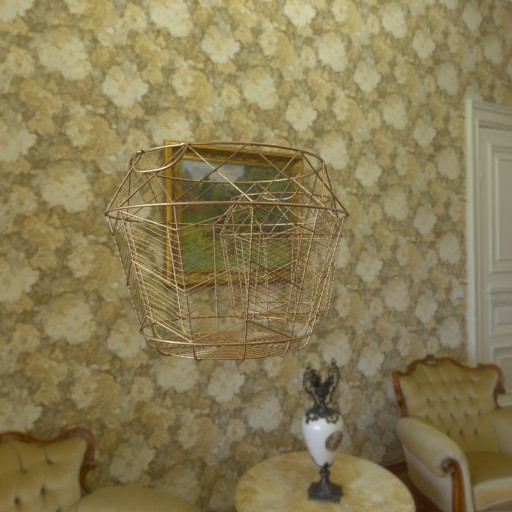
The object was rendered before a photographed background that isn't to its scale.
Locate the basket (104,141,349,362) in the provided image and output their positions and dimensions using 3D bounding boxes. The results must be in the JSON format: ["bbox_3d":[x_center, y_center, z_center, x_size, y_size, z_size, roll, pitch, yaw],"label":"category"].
[{"bbox_3d":[0.000,0.000,1.015,0.451,0.343,0.805,0,0,17],"label":"basket"}]
